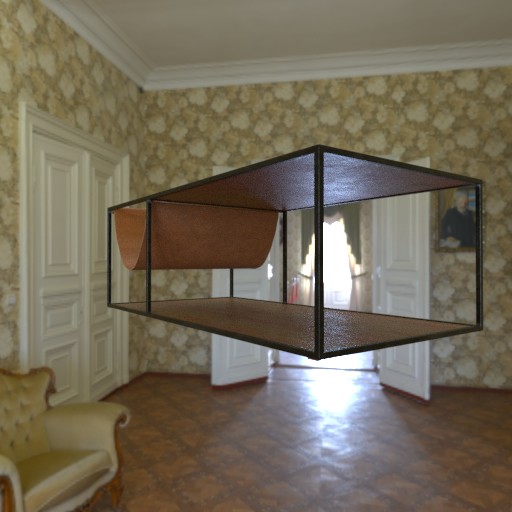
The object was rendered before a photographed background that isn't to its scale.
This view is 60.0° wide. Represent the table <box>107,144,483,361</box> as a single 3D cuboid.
[{"bbox_3d":[0.000,0.000,1.470,0.597,0.403,1.199,1,-1,-36],"label":"table"}]
